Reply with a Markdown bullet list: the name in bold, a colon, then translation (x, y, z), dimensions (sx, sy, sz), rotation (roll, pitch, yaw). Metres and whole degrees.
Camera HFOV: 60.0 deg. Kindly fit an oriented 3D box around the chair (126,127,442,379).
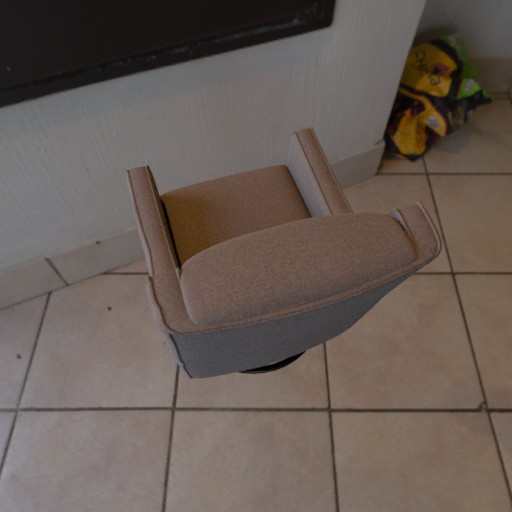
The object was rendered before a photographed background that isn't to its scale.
- **chair**: translation (0.000, 0.000, 1.555), dimensions (0.732, 0.993, 0.879), rotation (-16, 59, -10)
